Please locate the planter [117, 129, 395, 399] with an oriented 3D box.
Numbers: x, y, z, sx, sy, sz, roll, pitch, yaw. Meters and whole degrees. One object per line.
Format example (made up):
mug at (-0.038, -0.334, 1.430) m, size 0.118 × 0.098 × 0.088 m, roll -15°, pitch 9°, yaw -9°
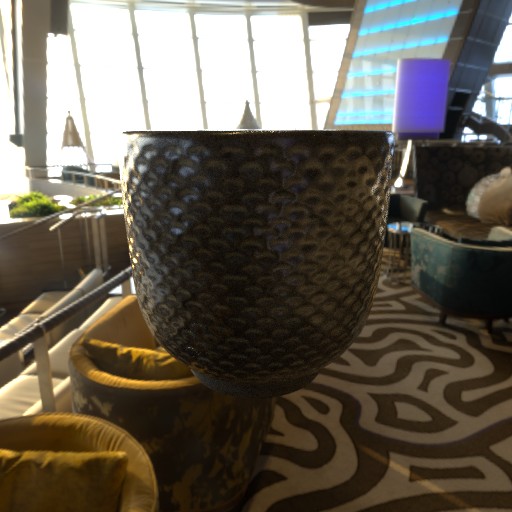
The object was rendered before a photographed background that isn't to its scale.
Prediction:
planter at (0.000, 0.000, 0.351) m, size 0.197 × 0.191 × 0.197 m, roll 0°, pitch 15°, yaw 0°
